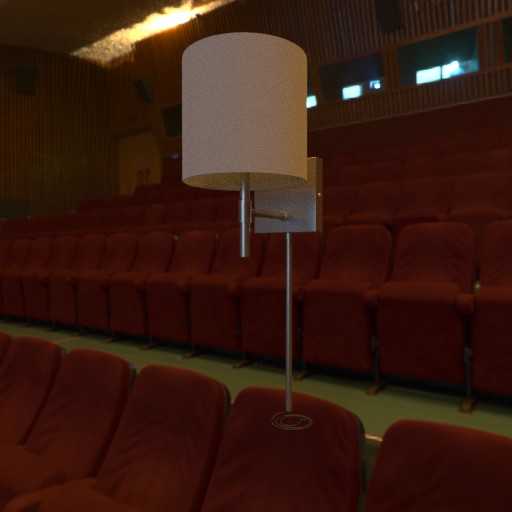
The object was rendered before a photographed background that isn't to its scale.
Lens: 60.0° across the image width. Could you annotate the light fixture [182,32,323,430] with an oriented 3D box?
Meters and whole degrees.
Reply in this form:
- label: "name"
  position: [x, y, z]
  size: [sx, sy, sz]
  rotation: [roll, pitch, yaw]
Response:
- label: "light fixture"
  position: [0.000, 0.000, 0.704]
  size: [0.188, 0.589, 0.248]
  rotation: [1, 1, 35]
